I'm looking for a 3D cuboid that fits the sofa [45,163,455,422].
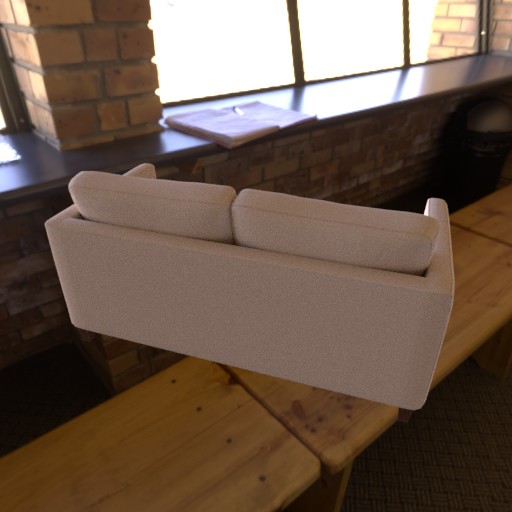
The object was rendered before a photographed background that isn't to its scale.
[{"bbox_3d":[0.000,0.000,2.194,1.722,0.888,0.873,10,32,16],"label":"sofa"}]
